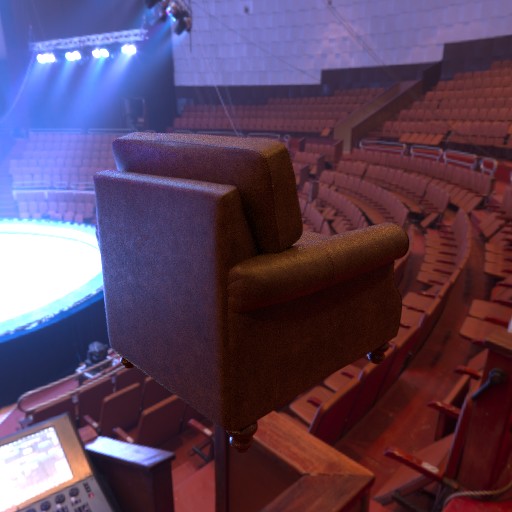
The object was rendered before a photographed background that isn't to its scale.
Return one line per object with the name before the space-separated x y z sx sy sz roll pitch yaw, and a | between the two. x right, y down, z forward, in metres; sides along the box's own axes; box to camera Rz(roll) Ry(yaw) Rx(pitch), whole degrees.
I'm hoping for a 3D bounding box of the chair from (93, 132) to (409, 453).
chair | 0.000 0.000 1.813 1.002 0.976 0.996 -15 21 -42
